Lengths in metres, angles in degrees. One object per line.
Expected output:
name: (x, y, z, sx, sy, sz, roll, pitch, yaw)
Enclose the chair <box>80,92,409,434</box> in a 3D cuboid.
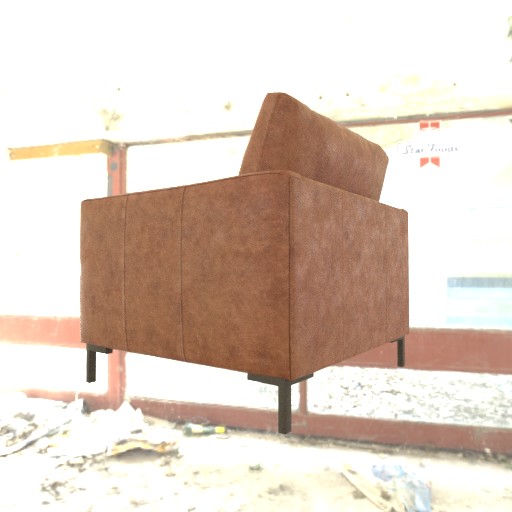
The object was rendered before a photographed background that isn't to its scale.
chair: (0.000, 0.000, 1.655, 0.862, 0.869, 0.967, -1, -2, 36)
